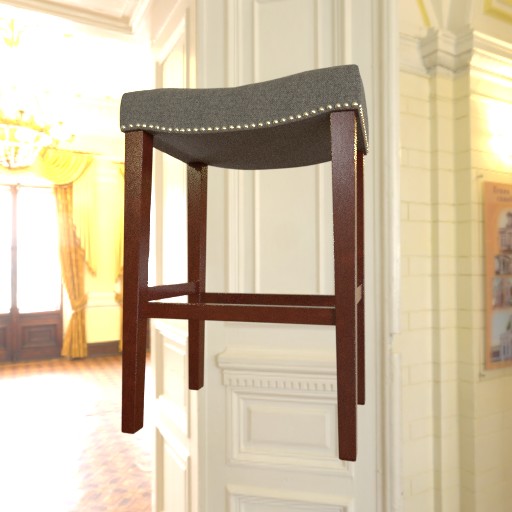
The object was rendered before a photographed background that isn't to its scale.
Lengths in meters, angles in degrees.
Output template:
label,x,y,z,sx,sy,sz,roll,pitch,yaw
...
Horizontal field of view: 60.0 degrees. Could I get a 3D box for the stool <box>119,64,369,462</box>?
label,x,y,z,sx,sy,sz,roll,pitch,yaw
stool,0.000,0.000,1.035,0.504,0.742,0.372,0,-1,16
